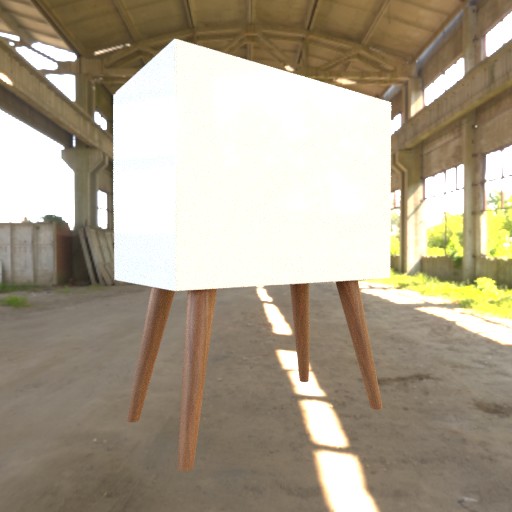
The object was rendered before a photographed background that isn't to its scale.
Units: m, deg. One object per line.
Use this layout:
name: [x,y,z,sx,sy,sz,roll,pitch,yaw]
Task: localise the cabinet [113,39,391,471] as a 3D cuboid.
cabinet: [0.000,0.000,1.091,0.591,0.772,0.344,-1,1,-35]
